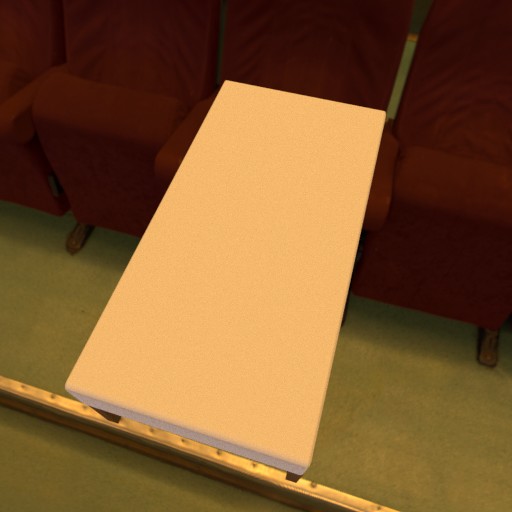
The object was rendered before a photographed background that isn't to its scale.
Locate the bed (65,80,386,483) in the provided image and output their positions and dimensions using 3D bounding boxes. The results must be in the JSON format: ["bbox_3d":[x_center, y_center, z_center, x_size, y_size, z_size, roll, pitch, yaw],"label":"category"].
[{"bbox_3d":[0.000,0.000,2.329,0.961,0.616,1.902,14,59,9],"label":"bed"}]
